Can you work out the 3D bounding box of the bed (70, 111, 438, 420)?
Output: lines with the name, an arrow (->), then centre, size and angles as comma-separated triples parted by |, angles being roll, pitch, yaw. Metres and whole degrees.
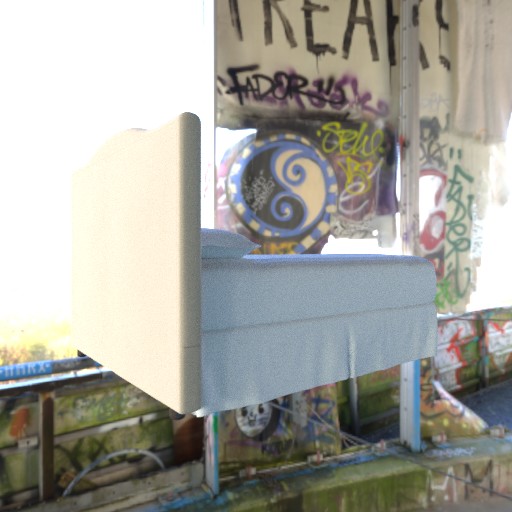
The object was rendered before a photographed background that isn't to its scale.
bed -> 0.000, 0.000, 3.084 | 2.052, 1.398, 1.678 | -1, 1, -37
